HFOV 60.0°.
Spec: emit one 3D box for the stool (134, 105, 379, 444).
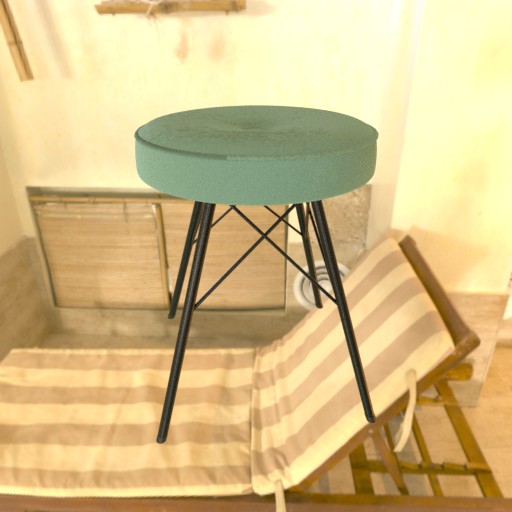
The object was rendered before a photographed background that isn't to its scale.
[{"bbox_3d":[0.000,0.000,0.864,0.458,0.519,0.457,1,27,1],"label":"stool"}]
